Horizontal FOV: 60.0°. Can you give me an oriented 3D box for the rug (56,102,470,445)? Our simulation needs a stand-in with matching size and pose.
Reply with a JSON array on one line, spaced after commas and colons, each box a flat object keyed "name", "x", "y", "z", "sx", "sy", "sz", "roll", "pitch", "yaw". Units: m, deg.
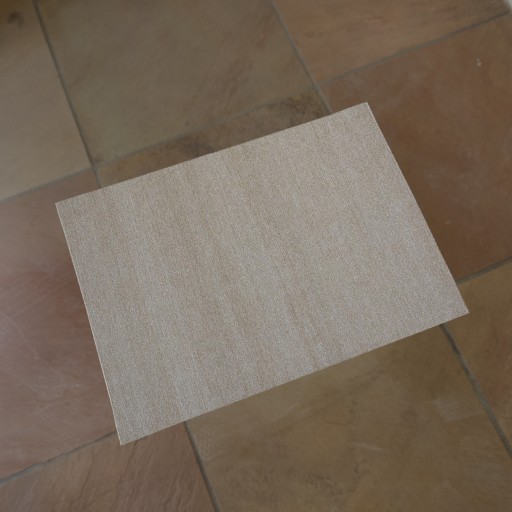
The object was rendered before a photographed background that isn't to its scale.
[{"name": "rug", "x": 0.000, "y": 0.000, "z": 3.615, "sx": 2.869, "sy": 0.038, "sz": 2.032, "roll": -19, "pitch": 76, "yaw": -5}]
